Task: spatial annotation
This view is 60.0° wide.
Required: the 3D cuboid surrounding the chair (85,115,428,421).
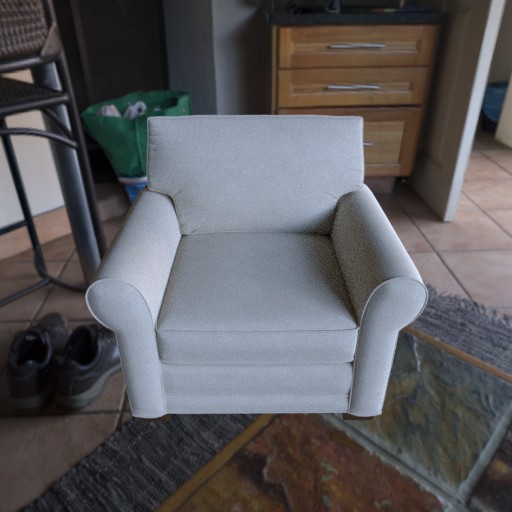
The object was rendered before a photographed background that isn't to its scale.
[{"bbox_3d":[0.000,0.000,1.733,1.040,0.955,0.863,0,31,0],"label":"chair"}]
